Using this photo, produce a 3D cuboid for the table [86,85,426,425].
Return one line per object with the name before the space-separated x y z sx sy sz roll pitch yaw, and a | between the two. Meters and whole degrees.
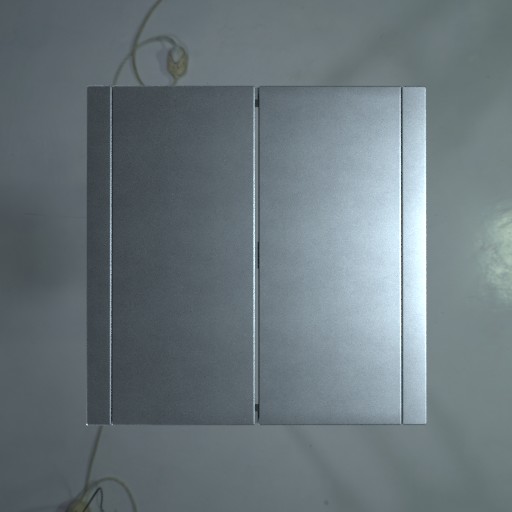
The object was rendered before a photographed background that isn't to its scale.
table | 0.000 0.000 0.913 0.508 0.508 0.508 0 90 0
